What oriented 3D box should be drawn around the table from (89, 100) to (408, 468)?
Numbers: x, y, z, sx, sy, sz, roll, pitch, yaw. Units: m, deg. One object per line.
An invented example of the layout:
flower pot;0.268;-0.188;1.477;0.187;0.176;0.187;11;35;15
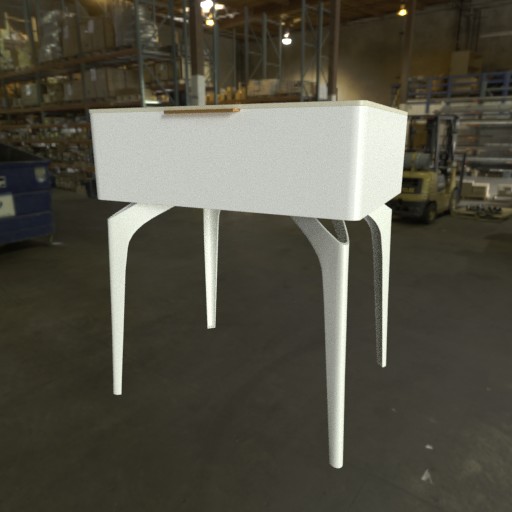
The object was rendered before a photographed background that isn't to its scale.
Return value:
table;0.000;0.000;0.916;0.500;0.570;0.400;7;17;26
